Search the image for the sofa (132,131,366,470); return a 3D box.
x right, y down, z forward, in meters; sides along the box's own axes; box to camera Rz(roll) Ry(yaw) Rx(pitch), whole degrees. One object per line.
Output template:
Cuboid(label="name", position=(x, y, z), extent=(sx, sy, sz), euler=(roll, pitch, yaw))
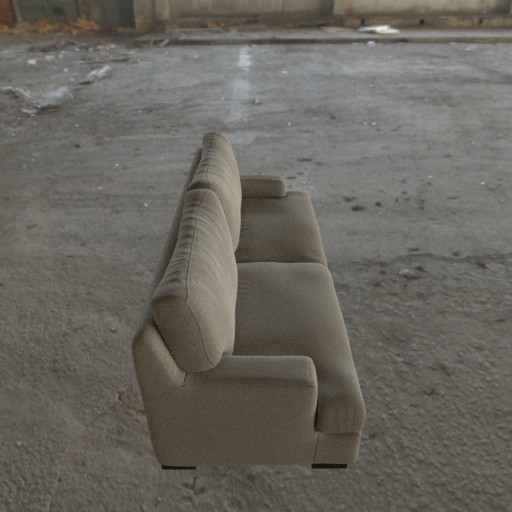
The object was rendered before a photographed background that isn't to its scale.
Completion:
Cuboid(label="sofa", position=(0.000, 0.000, 2.809), extent=(0.962, 0.980, 2.354), euler=(0, 32, 0))
